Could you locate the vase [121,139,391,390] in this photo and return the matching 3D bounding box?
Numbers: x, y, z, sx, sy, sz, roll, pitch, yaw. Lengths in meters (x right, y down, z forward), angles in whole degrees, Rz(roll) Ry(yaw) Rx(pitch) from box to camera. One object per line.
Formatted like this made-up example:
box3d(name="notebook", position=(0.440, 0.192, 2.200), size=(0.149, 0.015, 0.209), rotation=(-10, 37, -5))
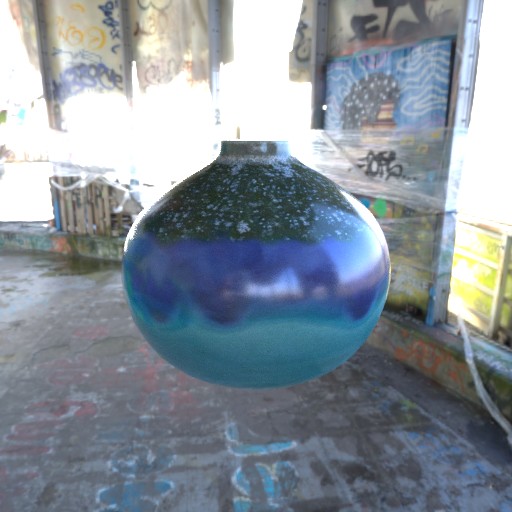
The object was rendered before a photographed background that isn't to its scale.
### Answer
box3d(name="vase", position=(0.000, 0.000, 0.262), size=(0.154, 0.133, 0.154), rotation=(0, 15, 0))
